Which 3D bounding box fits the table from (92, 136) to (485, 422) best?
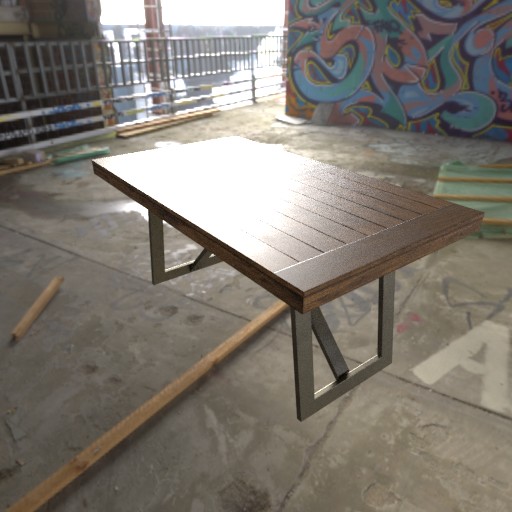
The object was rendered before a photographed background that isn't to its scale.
[{"bbox_3d":[0.000,0.000,2.185,0.931,0.757,1.641,-19,33,-33],"label":"table"}]
